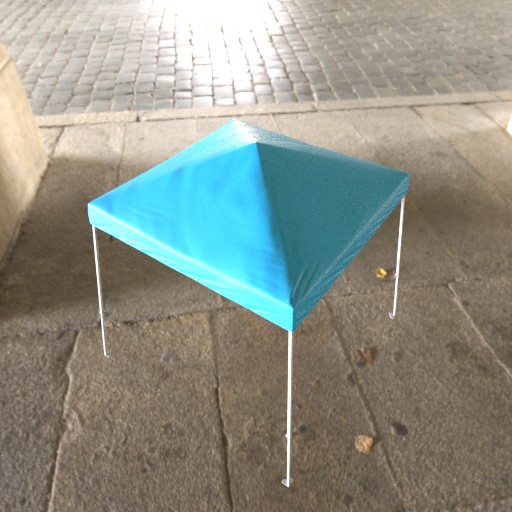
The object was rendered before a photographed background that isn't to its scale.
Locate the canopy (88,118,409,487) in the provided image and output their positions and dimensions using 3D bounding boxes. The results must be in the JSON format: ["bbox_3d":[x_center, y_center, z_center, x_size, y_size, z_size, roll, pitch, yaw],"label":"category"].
[{"bbox_3d":[0.000,0.000,5.098,2.848,2.849,2.849,25,48,26],"label":"canopy"}]
